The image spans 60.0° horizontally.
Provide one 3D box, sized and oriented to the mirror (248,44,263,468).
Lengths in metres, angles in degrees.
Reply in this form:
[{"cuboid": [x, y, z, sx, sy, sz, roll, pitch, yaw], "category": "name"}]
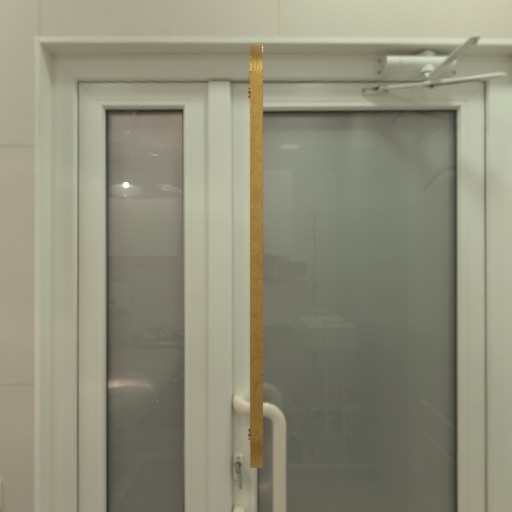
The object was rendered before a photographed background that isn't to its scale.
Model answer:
[{"cuboid": [0.000, 0.000, 1.064, 0.032, 0.991, 0.222, 0, 0, 0], "category": "mirror"}]
